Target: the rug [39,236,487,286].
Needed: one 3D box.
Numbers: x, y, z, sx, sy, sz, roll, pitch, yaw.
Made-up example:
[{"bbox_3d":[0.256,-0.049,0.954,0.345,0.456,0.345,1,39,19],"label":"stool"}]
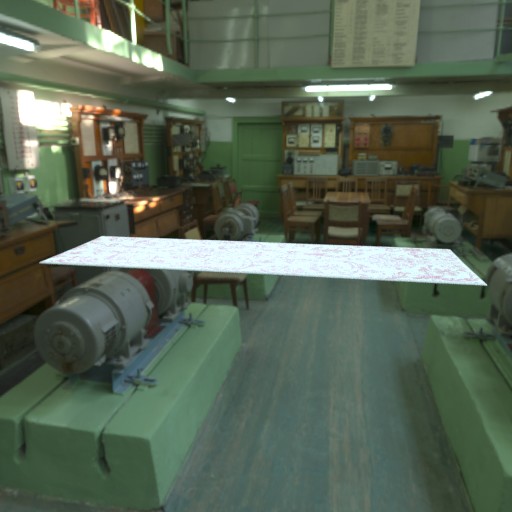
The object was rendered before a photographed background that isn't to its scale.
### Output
[{"bbox_3d":[0.000,0.000,2.459,2.196,0.011,0.662,2,15,9],"label":"rug"}]
